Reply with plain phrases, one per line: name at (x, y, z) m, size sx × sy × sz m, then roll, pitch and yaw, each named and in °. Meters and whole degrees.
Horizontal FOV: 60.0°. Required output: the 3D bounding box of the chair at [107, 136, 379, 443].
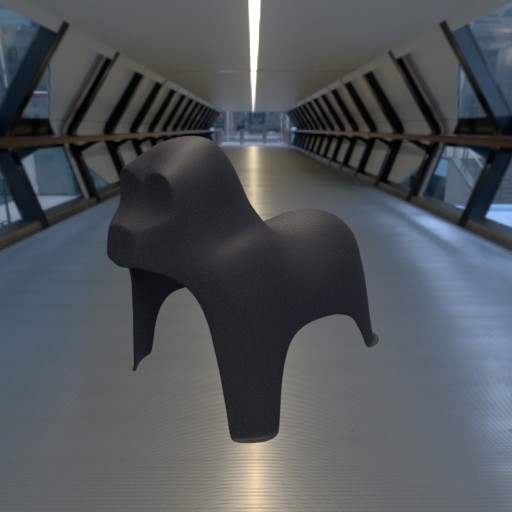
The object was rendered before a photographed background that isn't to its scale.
chair at (0.000, 0.000, 1.131) m, size 0.490 × 0.600 × 0.758 m, roll 16°, pitch 23°, yaw 42°
